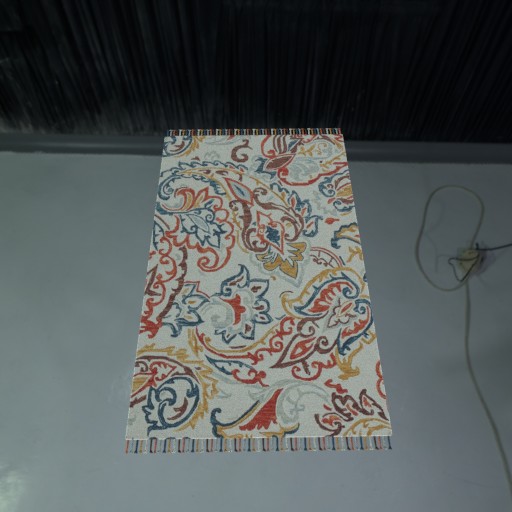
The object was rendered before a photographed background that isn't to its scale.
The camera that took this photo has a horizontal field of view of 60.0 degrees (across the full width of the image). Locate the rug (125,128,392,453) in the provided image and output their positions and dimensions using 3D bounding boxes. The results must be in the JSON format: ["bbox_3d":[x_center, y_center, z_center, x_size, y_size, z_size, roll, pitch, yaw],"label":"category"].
[{"bbox_3d":[0.000,0.000,3.169,1.523,0.010,2.584,-1,58,0],"label":"rug"}]
